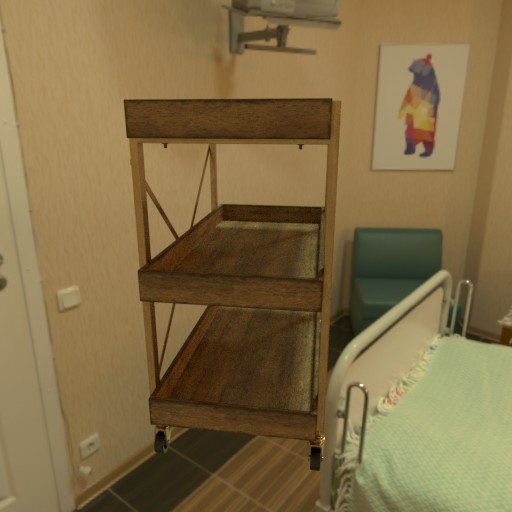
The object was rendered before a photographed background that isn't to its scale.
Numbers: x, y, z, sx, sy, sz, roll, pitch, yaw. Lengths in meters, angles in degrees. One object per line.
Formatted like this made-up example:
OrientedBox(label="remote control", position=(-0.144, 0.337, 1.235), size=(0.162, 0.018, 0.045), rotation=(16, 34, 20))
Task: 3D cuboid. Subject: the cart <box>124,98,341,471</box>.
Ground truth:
OrientedBox(label="cart", position=(0.000, 0.000, 1.240), size=(0.416, 0.799, 0.750), rotation=(3, 17, 8))
